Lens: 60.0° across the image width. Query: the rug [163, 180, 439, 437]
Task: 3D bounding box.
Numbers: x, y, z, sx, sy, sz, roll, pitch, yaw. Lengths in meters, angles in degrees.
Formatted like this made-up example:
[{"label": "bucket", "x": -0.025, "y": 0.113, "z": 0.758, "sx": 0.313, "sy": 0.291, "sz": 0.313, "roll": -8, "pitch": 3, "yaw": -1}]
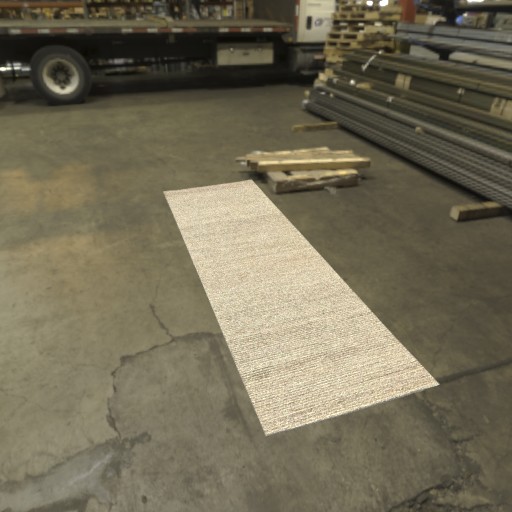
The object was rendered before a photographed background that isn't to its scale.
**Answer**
[{"label": "rug", "x": 0.000, "y": 0.000, "z": 2.633, "sx": 0.741, "sy": 0.014, "sz": 2.390, "roll": -10, "pitch": 32, "yaw": -16}]
